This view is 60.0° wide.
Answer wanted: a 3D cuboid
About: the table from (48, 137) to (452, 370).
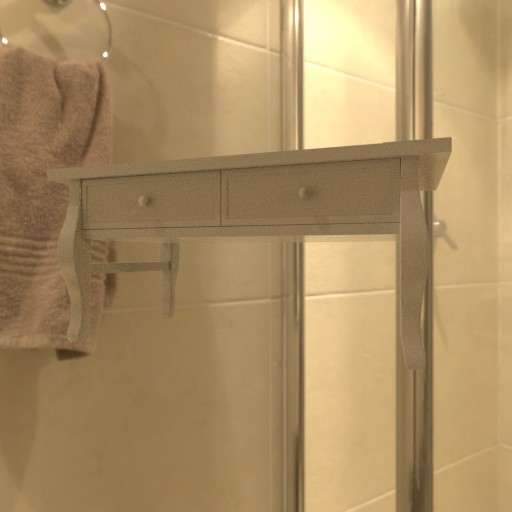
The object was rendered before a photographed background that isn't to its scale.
[{"bbox_3d":[0.000,0.000,1.369,1.062,0.495,0.600,0,0,19],"label":"table"}]
